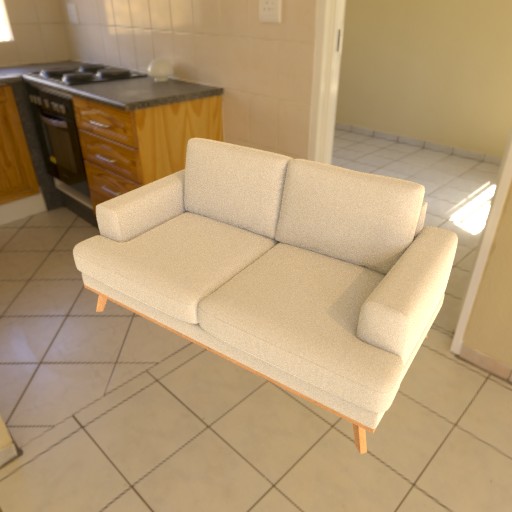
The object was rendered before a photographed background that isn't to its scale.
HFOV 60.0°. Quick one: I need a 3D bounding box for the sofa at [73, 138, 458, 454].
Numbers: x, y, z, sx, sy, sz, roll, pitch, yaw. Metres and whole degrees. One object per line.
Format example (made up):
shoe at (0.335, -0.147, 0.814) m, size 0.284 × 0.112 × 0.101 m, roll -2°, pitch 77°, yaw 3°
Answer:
sofa at (0.000, 0.000, 2.122) m, size 1.651 × 0.810 × 0.915 m, roll 19°, pitch 36°, yaw 29°
